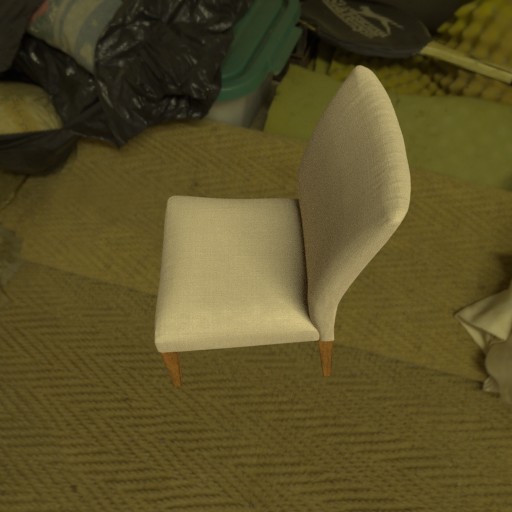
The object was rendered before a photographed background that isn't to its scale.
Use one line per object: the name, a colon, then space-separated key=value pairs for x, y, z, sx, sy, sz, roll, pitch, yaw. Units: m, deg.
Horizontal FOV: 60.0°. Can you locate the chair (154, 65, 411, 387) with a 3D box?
chair: x=0.000 y=0.000 z=1.273 sx=0.585 sy=0.940 sz=0.496 roll=-1 pitch=60 yaw=-1
